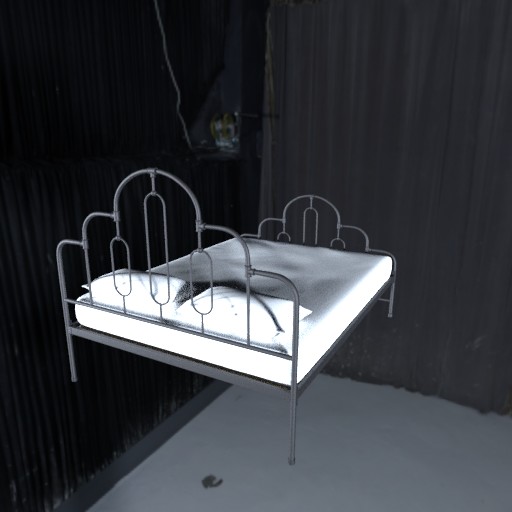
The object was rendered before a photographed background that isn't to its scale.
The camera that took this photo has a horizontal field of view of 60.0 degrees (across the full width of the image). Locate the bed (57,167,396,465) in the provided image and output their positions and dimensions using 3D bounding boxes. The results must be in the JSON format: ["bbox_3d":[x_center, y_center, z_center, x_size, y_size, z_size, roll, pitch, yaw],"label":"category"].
[{"bbox_3d":[0.000,0.000,3.300,1.640,1.429,2.163,8,17,28],"label":"bed"}]
